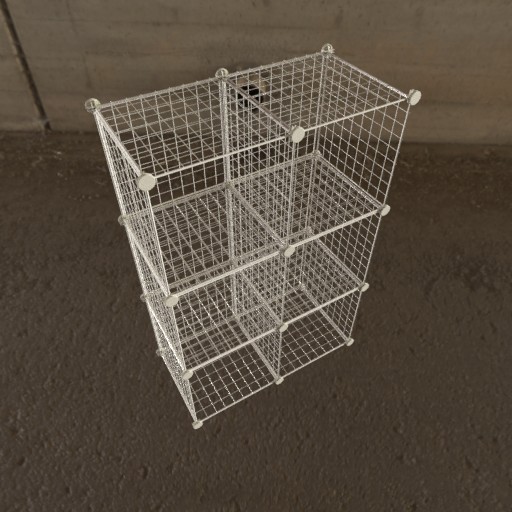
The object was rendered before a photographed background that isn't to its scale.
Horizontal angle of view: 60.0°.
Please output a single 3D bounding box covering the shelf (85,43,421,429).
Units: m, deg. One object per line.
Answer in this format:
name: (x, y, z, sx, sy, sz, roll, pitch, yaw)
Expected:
shelf: (0.000, 0.000, 1.415, 0.711, 1.067, 0.356, -23, 49, -21)
